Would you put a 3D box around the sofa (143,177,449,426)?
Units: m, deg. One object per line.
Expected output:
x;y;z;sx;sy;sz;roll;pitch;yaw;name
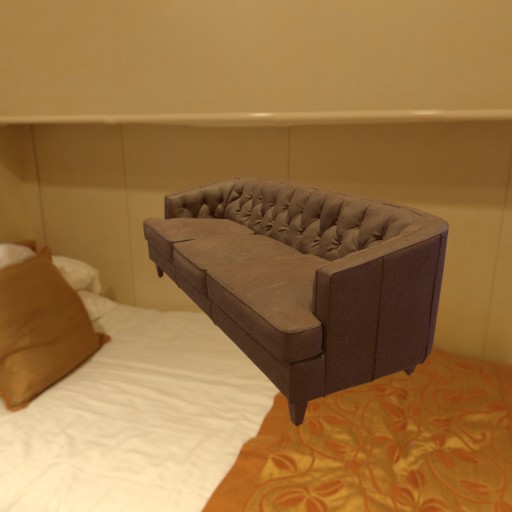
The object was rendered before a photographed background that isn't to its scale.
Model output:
0.000;0.000;2.683;0.927;0.787;2.227;-8;17;-26;sofa
